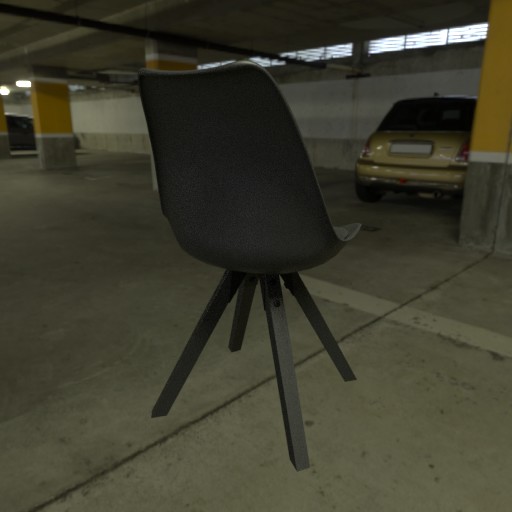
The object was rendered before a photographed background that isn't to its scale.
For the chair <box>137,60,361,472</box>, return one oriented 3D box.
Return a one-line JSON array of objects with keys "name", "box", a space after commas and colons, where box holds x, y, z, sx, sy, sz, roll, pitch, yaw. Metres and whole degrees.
[{"name": "chair", "box": [0.000, 0.000, 1.134, 0.485, 0.850, 0.550, 8, 18, 26]}]
